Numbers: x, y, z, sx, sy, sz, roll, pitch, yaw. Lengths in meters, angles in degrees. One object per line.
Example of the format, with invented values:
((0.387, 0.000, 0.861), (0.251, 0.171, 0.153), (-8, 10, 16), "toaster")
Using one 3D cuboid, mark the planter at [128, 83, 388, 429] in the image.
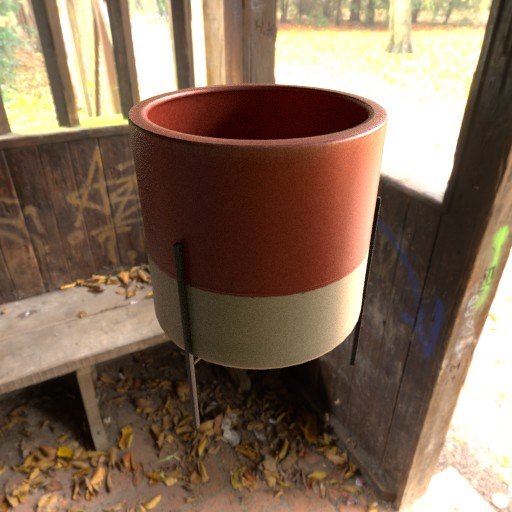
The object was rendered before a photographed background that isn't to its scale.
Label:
((0.000, 0.000, 0.713), (0.345, 0.465, 0.354), (19, 36, 28), "planter")
